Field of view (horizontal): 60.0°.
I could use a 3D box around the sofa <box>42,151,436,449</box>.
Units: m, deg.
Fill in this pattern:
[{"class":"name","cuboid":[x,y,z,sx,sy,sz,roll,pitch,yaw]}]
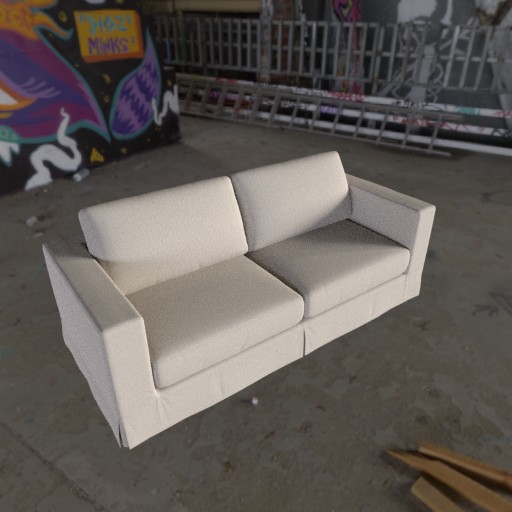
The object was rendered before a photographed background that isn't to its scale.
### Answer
[{"class":"sofa","cuboid":[0.000,0.000,2.662,2.163,0.881,0.954,-20,35,-31]}]
